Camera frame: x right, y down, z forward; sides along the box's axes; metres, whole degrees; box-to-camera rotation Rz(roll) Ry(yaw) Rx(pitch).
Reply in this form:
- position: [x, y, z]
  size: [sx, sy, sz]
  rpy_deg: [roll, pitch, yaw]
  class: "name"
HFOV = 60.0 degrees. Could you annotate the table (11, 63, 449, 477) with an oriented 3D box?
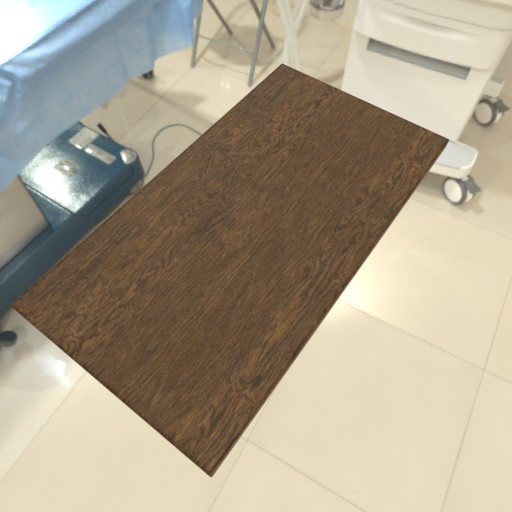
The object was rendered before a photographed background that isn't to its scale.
- position: [0.000, 0.000, 2.431]
  size: [1.078, 0.795, 1.989]
  rpy_deg: [32, 64, 18]
  class: "table"
